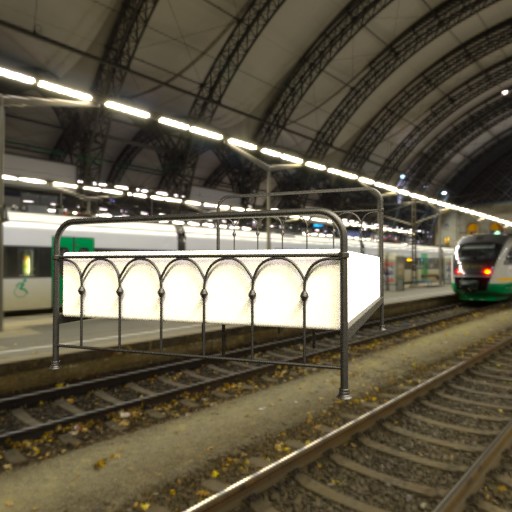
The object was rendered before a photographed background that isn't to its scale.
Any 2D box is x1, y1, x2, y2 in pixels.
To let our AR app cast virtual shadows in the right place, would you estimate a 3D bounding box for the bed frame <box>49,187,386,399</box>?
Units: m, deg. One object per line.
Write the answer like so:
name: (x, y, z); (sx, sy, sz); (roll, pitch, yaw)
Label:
bed frame: (0.000, 0.000, 3.208); (1.664, 1.276, 2.203); (0, -1, 20)
